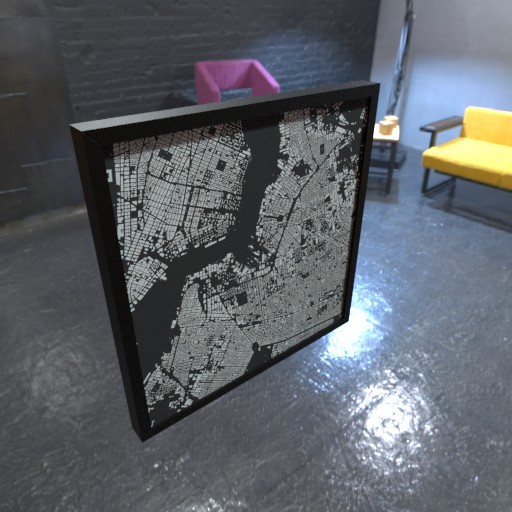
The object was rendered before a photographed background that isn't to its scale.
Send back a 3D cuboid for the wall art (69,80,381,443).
[{"bbox_3d":[0.000,0.000,0.747,0.506,0.506,0.038,-22,36,-33],"label":"wall art"}]
